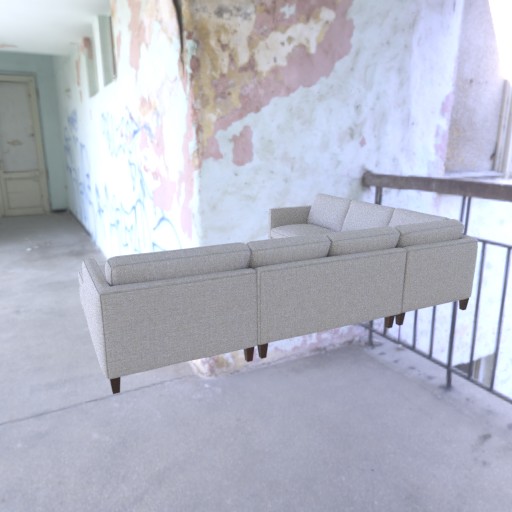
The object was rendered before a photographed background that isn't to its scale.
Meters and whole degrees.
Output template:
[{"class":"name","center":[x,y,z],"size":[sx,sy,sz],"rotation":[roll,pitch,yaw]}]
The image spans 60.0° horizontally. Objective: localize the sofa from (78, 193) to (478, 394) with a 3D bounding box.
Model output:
[{"class":"sofa","center":[0.000,0.000,4.519],"size":[3.403,0.889,2.551],"rotation":[-7,16,-25]}]
